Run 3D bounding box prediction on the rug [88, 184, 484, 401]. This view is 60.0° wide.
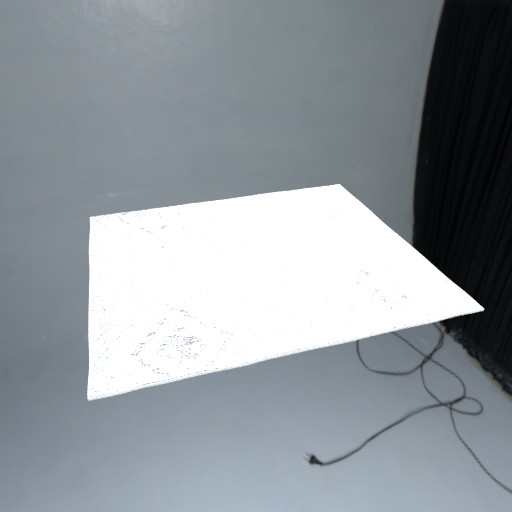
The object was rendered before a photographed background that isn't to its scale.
[{"bbox_3d":[0.000,0.000,0.887,0.639,0.006,0.548,-9,34,-14],"label":"rug"}]
